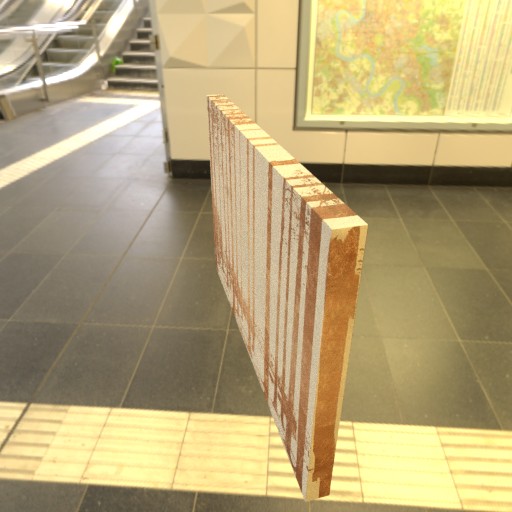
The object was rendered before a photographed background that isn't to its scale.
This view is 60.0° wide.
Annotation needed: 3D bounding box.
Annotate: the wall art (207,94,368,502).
[{"bbox_3d":[0.000,0.000,0.740,0.035,0.405,0.609,-8,32,-13],"label":"wall art"}]
